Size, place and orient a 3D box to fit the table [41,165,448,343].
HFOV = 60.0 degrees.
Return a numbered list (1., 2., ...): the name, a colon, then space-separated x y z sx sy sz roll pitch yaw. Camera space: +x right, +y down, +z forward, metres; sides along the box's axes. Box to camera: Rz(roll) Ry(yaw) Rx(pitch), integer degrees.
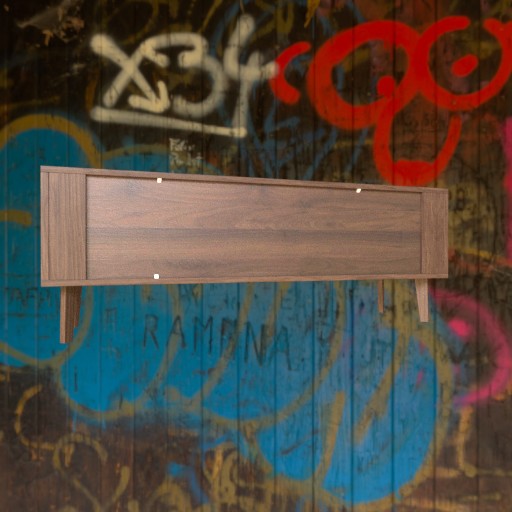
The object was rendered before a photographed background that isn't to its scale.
1. table: 0.000 0.000 1.646 1.397 0.508 0.405 0 0 -18
